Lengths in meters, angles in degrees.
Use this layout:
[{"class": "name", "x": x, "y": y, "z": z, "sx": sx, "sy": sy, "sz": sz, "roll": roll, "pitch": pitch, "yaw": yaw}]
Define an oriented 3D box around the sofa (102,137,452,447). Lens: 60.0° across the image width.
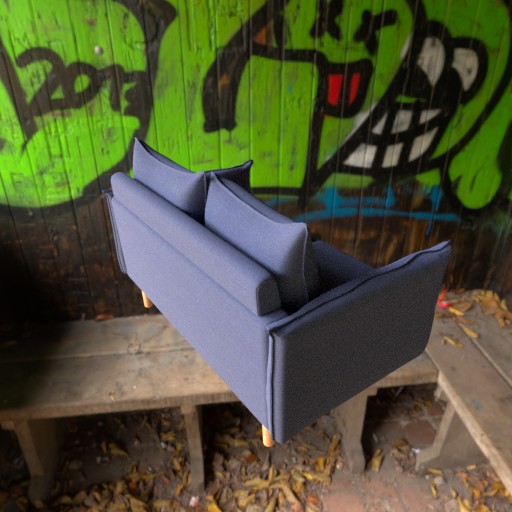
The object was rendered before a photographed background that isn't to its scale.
[{"class": "sofa", "x": 0.000, "y": 0.000, "z": 1.864, "sx": 0.820, "sy": 0.840, "sz": 1.300, "roll": -19, "pitch": 34, "yaw": -31}]
